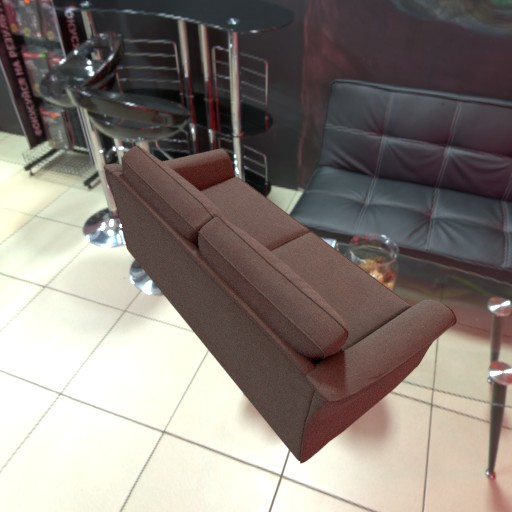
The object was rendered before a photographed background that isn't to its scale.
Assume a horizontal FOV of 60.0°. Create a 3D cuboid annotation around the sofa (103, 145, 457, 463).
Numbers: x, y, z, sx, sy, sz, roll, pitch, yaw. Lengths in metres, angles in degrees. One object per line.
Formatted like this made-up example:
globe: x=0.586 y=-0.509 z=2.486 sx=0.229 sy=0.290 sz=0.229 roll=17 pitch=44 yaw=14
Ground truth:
sofa: x=0.000 y=0.000 z=2.786 sx=0.986 sy=0.906 sz=2.270 roll=-26 pitch=48 yaw=-27
